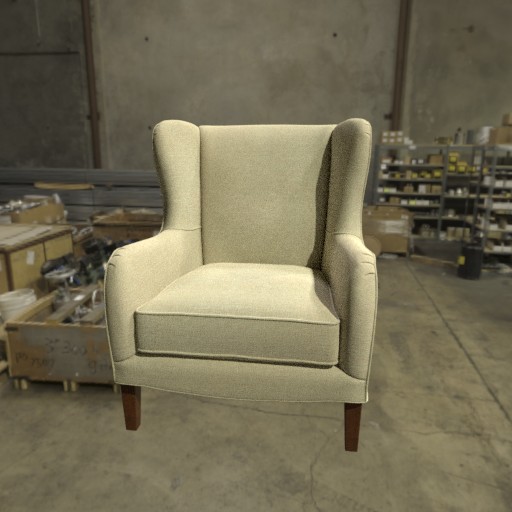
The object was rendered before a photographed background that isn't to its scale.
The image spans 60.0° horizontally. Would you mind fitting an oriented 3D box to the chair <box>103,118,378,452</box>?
[{"bbox_3d":[0.000,0.000,1.727,0.838,1.040,0.966,2,14,8],"label":"chair"}]
